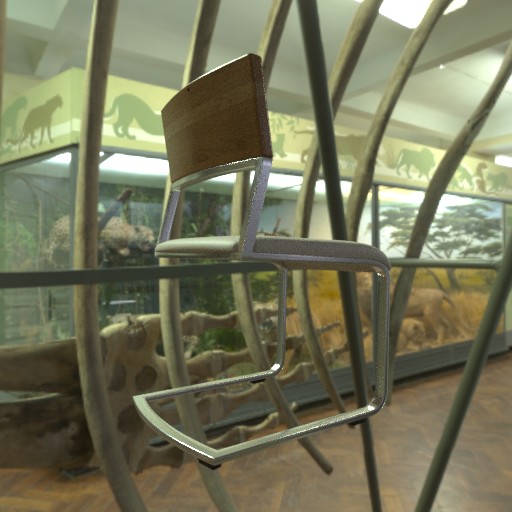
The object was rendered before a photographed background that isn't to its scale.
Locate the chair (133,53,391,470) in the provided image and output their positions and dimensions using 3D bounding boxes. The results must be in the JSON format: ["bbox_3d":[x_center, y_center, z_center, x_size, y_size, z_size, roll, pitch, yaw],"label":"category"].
[{"bbox_3d":[0.000,0.000,1.206,0.585,0.844,0.467,0,1,-35],"label":"chair"}]
